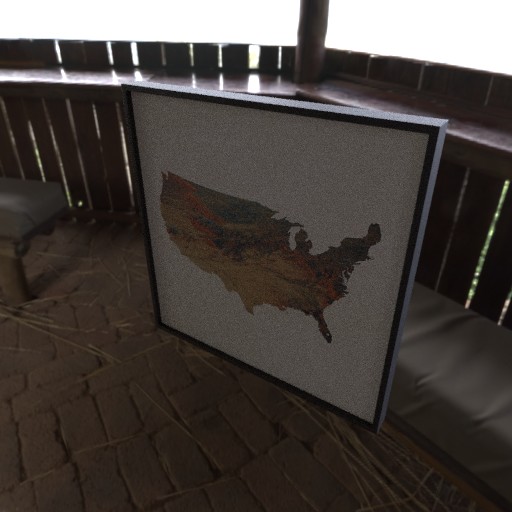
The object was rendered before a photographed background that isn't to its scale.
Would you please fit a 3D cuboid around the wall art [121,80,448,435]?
[{"bbox_3d":[0.000,0.000,0.744,0.507,0.507,0.038,19,35,29],"label":"wall art"}]
